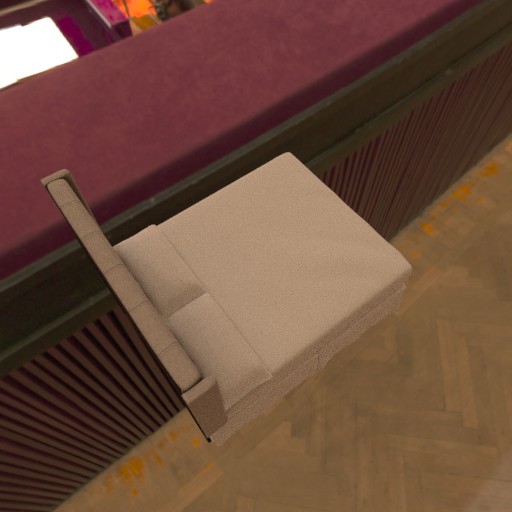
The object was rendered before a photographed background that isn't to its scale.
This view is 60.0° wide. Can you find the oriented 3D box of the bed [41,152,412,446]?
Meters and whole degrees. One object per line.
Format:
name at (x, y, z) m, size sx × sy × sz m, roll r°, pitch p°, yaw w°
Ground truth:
bed at (0.000, 0.000, 3.405) m, size 2.066 × 1.665 × 1.719 m, roll -33°, pitch 65°, yaw -18°
